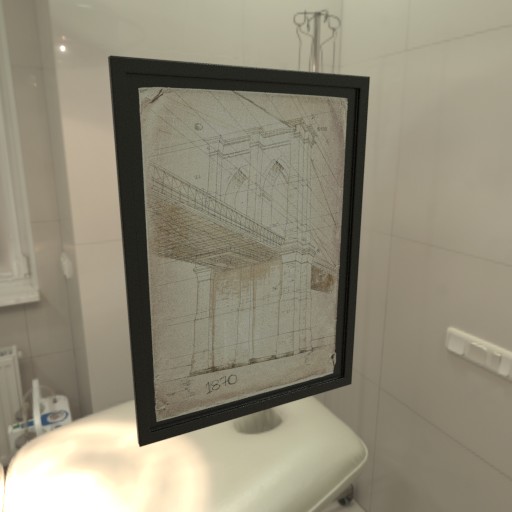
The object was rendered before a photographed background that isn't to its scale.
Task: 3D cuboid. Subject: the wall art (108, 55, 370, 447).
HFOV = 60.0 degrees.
[{"bbox_3d":[0.000,0.000,0.833,0.480,0.657,0.016,-7,16,-26],"label":"wall art"}]
